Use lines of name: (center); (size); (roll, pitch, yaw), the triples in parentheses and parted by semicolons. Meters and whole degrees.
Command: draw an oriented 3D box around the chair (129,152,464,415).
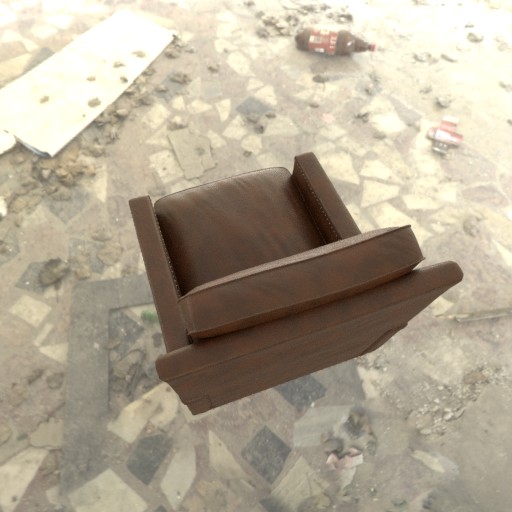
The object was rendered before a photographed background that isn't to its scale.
chair: (0.000, 0.000, 1.760); (0.854, 1.054, 1.035); (-17, 60, -10)
